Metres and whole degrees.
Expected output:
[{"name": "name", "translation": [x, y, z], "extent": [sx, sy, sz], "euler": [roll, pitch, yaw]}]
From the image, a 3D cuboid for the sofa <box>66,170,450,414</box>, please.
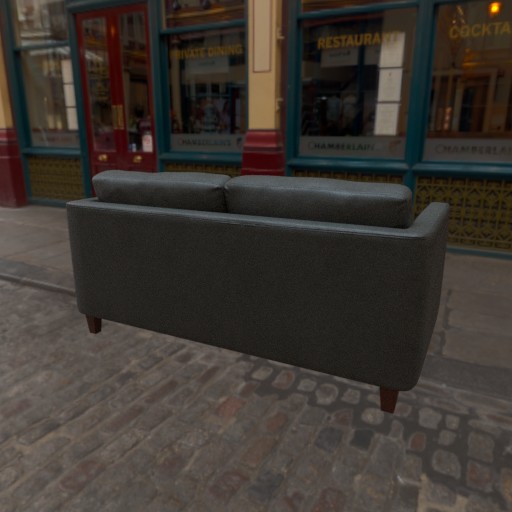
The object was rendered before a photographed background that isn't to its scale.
[{"name": "sofa", "translation": [0.000, 0.000, 2.457], "extent": [1.883, 0.933, 0.951], "euler": [8, 17, 26]}]
